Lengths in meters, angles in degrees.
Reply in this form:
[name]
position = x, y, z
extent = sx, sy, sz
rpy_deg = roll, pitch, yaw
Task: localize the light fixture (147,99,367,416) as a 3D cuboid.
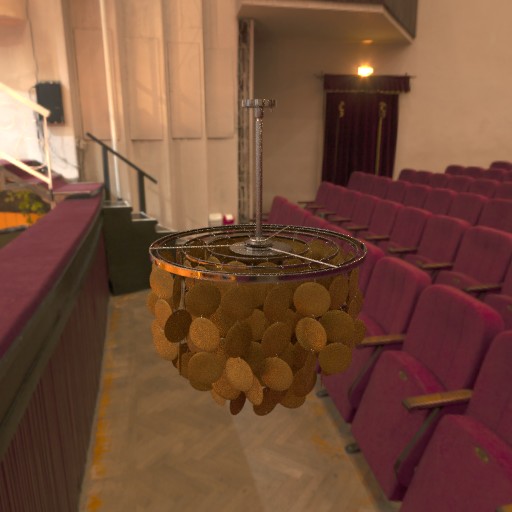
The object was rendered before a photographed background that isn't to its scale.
[light fixture]
position = 0.000, 0.000, 0.741
extent = 0.368, 0.492, 0.368
rpy_deg = 0, 15, 0
